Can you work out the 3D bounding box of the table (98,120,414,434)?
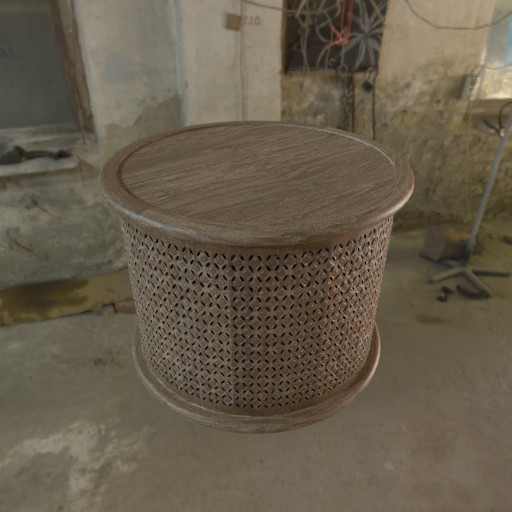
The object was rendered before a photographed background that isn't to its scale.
[{"bbox_3d":[0.000,0.000,1.000,0.607,0.450,0.607,0,32,0],"label":"table"}]
